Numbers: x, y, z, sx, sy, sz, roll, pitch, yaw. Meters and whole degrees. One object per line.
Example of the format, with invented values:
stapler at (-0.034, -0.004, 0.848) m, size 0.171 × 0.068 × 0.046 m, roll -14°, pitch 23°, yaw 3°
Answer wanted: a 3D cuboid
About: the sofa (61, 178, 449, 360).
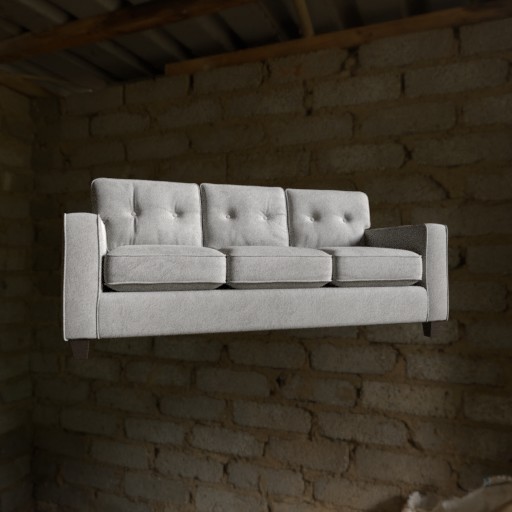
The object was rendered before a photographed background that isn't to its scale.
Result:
sofa at (0.000, 0.000, 2.724) m, size 2.133 × 0.965 × 0.939 m, roll 0°, pitch -1°, yaw -18°
